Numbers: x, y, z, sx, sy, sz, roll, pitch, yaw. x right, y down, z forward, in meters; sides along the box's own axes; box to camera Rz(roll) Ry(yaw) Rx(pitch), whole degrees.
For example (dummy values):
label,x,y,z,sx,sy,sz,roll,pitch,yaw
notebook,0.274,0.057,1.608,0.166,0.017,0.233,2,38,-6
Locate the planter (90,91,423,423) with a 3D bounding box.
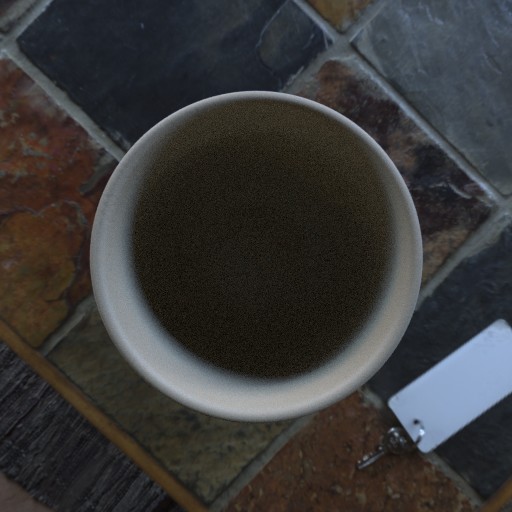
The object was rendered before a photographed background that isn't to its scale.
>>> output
label,x,y,z,sx,sy,sz,roll,pitch,yaw
planter,0.000,0.000,0.301,0.170,0.152,0.170,0,91,0
